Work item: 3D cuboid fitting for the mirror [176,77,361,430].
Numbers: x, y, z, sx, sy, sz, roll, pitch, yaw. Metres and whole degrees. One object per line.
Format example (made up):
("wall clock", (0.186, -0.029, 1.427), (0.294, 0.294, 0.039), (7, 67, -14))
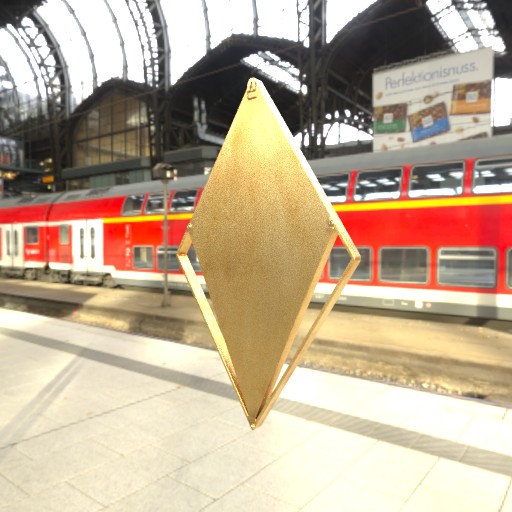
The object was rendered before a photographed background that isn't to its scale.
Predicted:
("mirror", (0.000, 0.000, 0.861), (0.419, 0.679, 0.032), (1, 2, 36))
